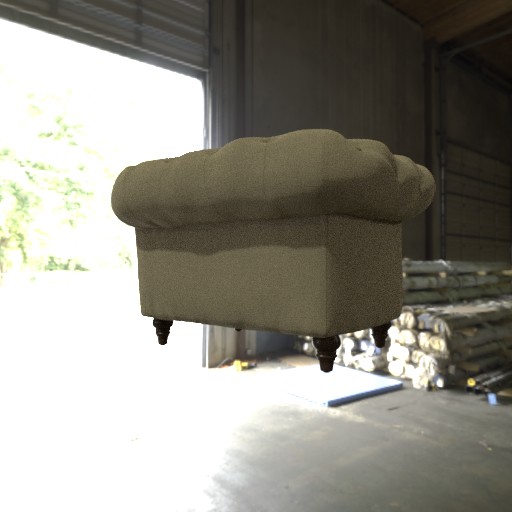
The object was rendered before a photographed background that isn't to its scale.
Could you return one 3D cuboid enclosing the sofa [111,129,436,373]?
[{"bbox_3d":[0.000,0.000,2.069,1.405,0.878,1.034,-1,-1,37],"label":"sofa"}]
